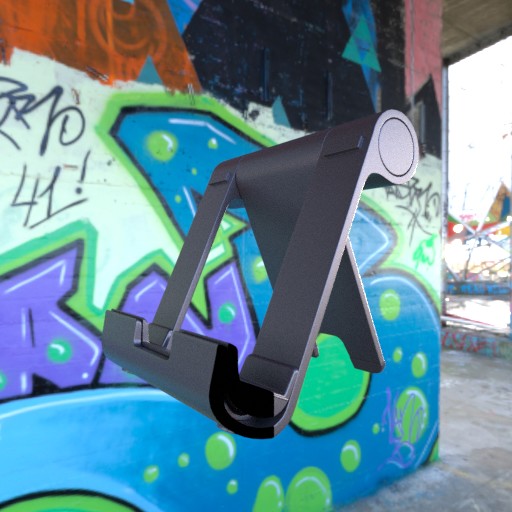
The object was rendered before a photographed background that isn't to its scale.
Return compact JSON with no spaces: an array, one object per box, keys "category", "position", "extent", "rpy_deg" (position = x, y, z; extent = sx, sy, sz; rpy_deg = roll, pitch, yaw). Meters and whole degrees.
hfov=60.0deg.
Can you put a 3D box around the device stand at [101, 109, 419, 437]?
[{"category":"device stand","position":[0.000,0.000,0.152],"extent":[0.079,0.084,0.088],"rpy_deg":[0,0,-36]}]
